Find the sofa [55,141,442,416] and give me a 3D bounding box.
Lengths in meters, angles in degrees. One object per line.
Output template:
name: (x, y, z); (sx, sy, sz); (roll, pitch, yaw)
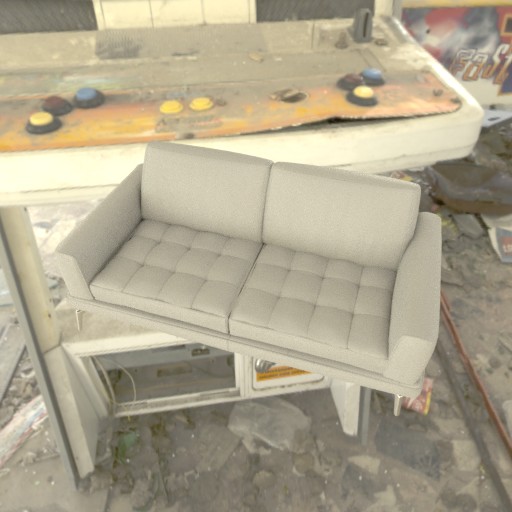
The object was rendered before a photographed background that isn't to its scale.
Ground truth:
sofa: (0.000, 0.000, 2.753); (2.177, 0.930, 1.121); (12, 43, 13)
